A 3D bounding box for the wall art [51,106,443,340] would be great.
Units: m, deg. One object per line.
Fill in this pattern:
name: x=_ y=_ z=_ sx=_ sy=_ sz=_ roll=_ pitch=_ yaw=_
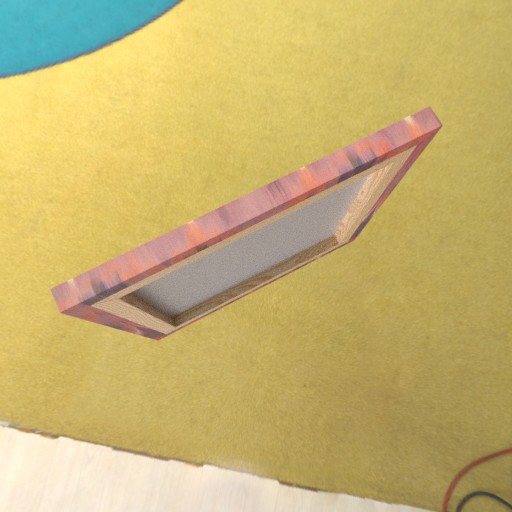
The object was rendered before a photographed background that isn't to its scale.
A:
wall art: x=0.000 y=0.000 z=0.918 sx=0.603 sy=0.609 sz=0.037 roll=-27 pitch=77 yaw=-6
